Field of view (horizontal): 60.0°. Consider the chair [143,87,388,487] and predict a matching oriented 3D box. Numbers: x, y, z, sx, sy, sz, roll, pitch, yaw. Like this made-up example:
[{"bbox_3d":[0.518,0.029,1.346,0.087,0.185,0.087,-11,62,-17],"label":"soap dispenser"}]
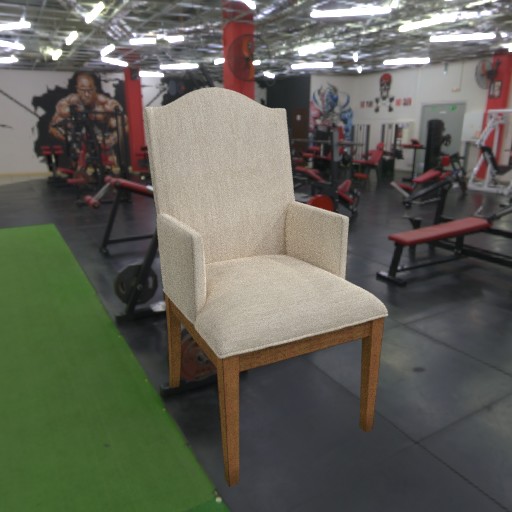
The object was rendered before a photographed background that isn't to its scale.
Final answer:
[{"bbox_3d":[0.000,0.000,1.376,0.533,1.016,0.641,-9,19,-26],"label":"chair"}]
